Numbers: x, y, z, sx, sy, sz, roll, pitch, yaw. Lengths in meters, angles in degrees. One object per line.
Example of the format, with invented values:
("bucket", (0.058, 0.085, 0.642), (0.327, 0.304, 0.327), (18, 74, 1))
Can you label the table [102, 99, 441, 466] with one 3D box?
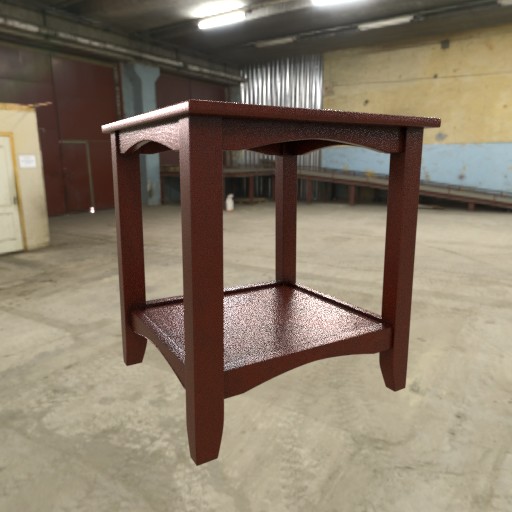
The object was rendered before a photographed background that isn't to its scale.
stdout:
("table", (0.000, 0.000, 0.963), (0.523, 0.558, 0.522), (-6, 14, -28))
